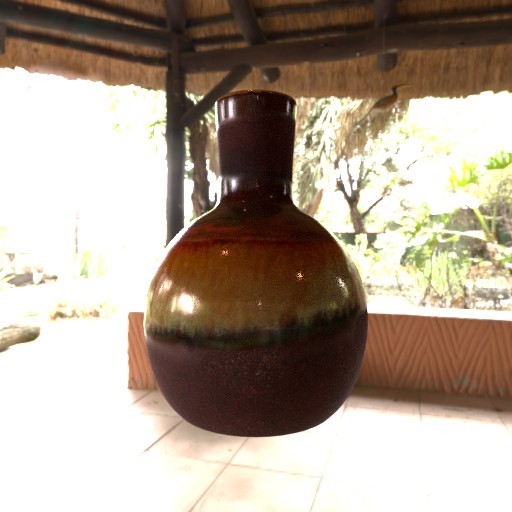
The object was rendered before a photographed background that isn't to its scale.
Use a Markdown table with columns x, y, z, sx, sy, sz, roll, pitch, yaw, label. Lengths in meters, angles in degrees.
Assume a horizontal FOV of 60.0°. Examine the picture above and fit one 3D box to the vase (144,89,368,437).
| x | y | z | sx | sy | sz | roll | pitch | yaw | label |
| --- | --- | --- | --- | --- | --- | --- | --- | --- | --- |
| 0.000 | 0.000 | 0.225 | 0.111 | 0.154 | 0.111 | 0 | 1 | 0 | vase |
